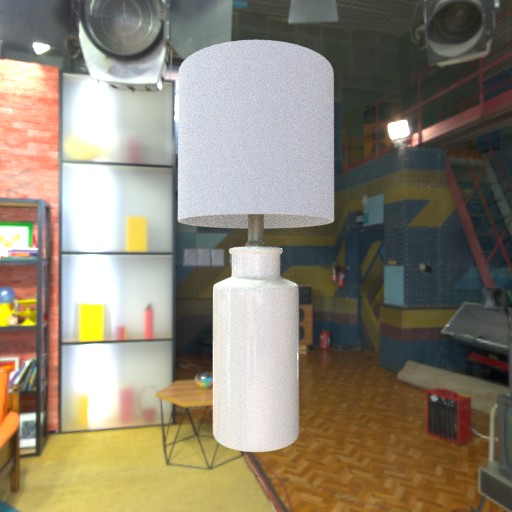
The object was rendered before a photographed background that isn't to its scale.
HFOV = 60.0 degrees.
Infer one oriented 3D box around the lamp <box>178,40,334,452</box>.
[{"bbox_3d":[0.000,0.000,0.610,0.212,0.493,0.212,-1,-1,36],"label":"lamp"}]
